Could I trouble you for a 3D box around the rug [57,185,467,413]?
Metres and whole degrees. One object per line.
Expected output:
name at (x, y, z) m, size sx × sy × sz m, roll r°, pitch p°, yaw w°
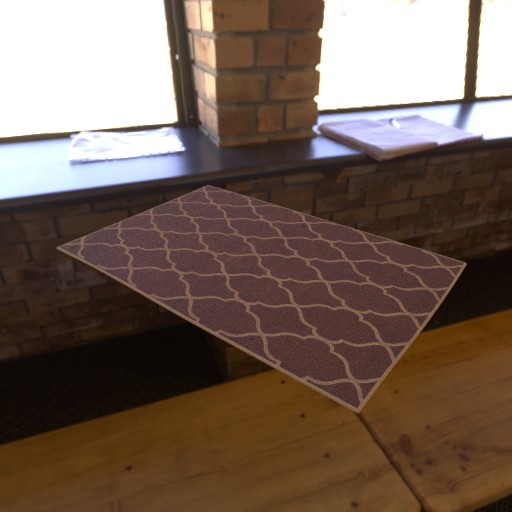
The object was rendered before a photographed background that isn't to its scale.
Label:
rug at (0.000, 0.000, 2.946) m, size 2.290 × 0.014 × 1.526 m, roll 21°, pitch 36°, yaw 32°
